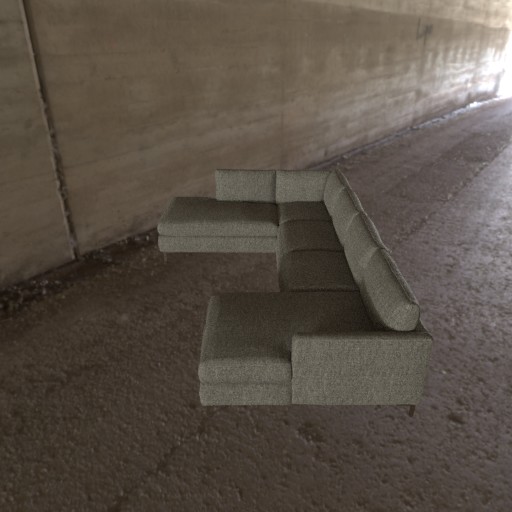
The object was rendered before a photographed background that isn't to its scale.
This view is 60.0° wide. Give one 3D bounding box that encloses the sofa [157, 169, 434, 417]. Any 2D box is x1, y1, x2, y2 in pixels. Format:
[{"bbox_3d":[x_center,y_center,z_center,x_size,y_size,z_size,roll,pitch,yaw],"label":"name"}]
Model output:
[{"bbox_3d":[0.000,0.000,3.581,1.879,0.756,2.737,0,27,0],"label":"sofa"}]
